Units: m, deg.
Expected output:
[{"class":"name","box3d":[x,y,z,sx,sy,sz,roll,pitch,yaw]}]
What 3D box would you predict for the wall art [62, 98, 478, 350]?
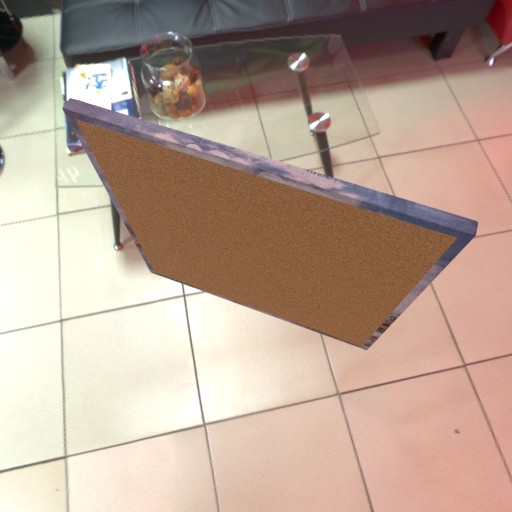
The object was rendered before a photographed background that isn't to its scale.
[{"class":"wall art","box3d":[0.000,0.000,1.481,1.010,1.020,0.040,19,66,9]}]
